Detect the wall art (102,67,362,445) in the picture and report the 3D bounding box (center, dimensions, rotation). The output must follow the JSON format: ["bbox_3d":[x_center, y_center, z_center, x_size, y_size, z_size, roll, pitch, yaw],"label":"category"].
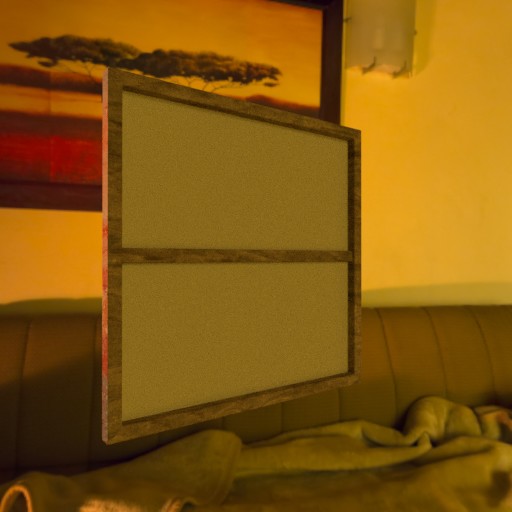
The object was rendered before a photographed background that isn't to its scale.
[{"bbox_3d":[0.000,0.000,1.104,0.747,0.747,0.035,0,0,-36],"label":"wall art"}]
